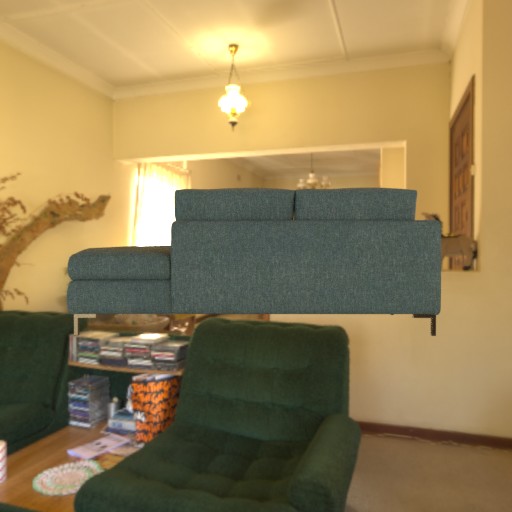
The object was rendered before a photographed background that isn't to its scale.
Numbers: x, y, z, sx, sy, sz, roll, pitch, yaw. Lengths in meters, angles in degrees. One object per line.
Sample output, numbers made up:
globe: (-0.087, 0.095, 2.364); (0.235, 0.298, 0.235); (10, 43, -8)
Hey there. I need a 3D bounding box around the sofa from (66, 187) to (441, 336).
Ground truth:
sofa: (0.000, 0.000, 3.797); (2.007, 0.815, 2.949); (0, 1, 1)
